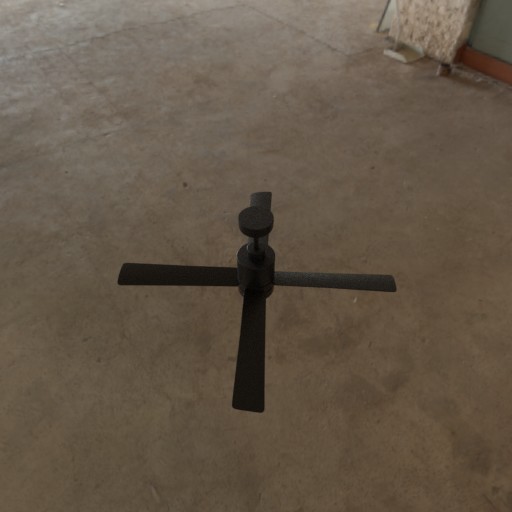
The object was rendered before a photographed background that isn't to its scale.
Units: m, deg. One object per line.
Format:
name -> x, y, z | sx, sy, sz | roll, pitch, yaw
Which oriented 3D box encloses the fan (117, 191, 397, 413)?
fan -> 0.000, 0.000, 2.322 | 1.525, 0.534, 1.525 | 2, 46, 2
